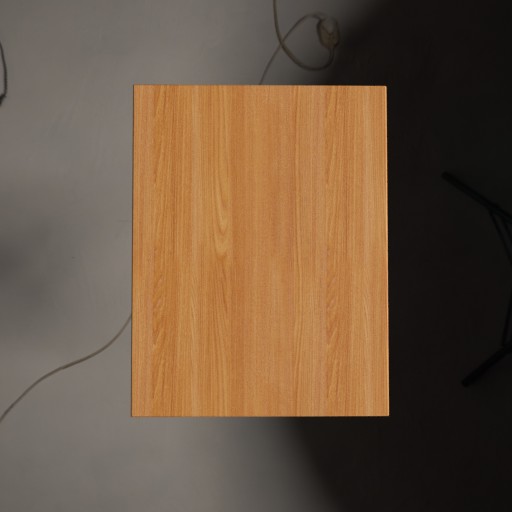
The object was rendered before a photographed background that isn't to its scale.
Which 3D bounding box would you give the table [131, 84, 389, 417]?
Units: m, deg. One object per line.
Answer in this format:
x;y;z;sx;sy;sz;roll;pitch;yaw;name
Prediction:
0.000;0.000;0.741;0.270;0.550;0.350;0;89;-1;table
